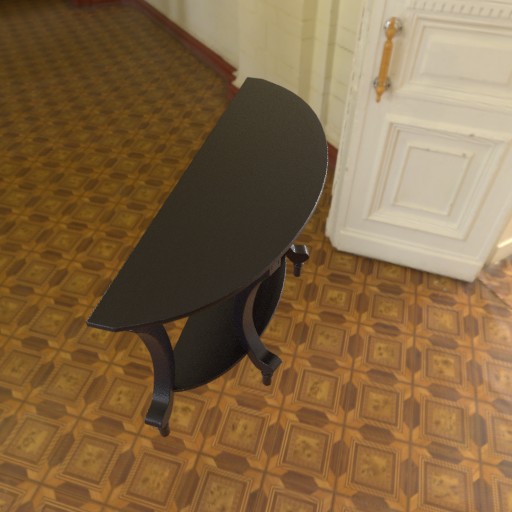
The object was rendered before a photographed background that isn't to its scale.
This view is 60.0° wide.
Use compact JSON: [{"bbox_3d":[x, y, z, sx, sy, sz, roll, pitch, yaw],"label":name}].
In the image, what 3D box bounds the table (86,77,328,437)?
[{"bbox_3d":[0.000,0.000,1.518,0.394,0.692,1.198,11,47,11],"label":"table"}]
